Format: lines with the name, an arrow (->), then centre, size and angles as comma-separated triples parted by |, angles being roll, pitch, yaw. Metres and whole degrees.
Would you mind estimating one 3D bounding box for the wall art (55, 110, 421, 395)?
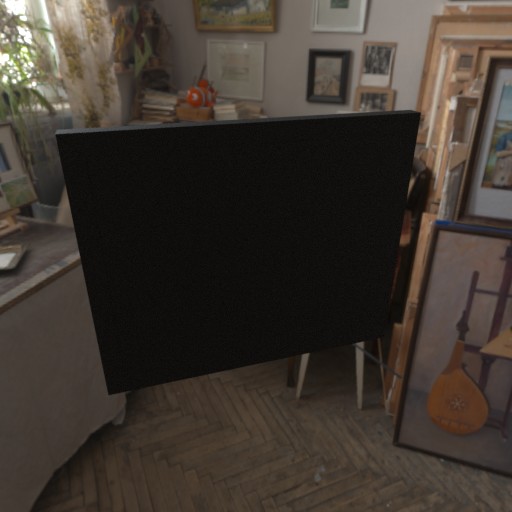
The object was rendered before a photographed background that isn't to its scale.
wall art -> 0.000, 0.000, 0.768 | 0.558, 0.457, 0.029 | -8, 28, -15
